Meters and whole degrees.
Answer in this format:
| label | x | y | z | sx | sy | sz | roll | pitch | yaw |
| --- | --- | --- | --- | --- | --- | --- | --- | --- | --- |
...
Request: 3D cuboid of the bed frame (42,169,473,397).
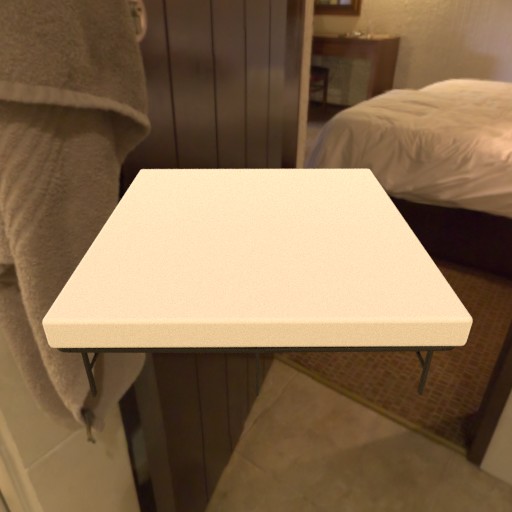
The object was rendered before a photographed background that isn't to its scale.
| label | x | y | z | sx | sy | sz | roll | pitch | yaw |
| --- | --- | --- | --- | --- | --- | --- | --- | --- | --- |
| bed frame | 0.000 | 0.000 | 2.970 | 1.935 | 0.525 | 2.033 | 0 | 30 | 0 |
